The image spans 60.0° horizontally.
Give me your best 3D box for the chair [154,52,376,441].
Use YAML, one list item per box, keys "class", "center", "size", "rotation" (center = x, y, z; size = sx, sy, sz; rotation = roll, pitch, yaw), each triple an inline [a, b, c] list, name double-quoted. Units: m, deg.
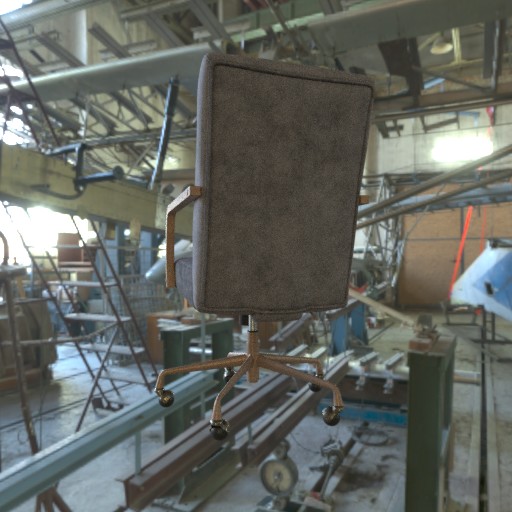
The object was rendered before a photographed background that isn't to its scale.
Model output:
- class: "chair"
  center: [0.000, 0.000, 1.484]
  size: [0.640, 1.029, 0.741]
  rotation: [0, -1, -18]
